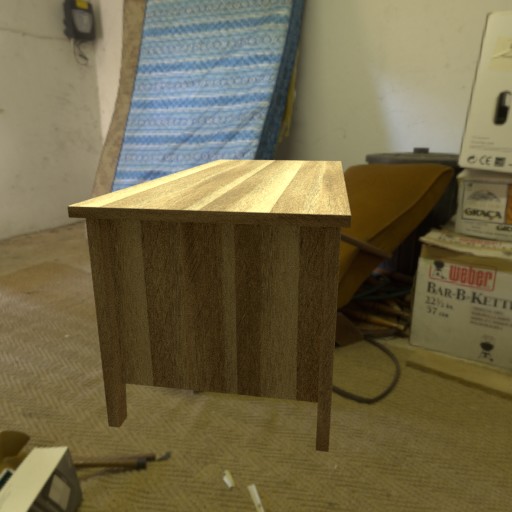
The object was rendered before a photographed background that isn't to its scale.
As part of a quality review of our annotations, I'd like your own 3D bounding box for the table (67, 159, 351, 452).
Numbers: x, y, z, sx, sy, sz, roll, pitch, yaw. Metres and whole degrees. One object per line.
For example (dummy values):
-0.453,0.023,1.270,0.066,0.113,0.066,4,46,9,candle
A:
0.000,0.000,1.330,0.493,0.480,1.095,3,17,9,table
